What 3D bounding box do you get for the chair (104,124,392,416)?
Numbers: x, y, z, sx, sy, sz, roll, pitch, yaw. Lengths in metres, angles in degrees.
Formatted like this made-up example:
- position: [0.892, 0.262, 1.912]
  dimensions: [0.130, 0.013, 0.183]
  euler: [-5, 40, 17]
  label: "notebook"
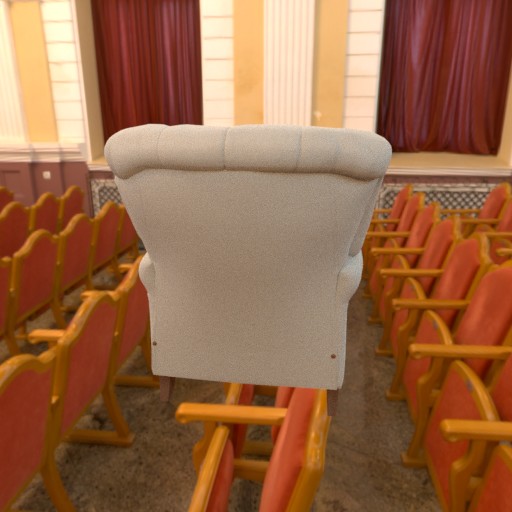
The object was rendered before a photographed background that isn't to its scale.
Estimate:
- position: [0.000, 0.000, 2.125]
  dimensions: [1.090, 1.217, 1.128]
  euler: [2, 17, 8]
  label: "chair"
